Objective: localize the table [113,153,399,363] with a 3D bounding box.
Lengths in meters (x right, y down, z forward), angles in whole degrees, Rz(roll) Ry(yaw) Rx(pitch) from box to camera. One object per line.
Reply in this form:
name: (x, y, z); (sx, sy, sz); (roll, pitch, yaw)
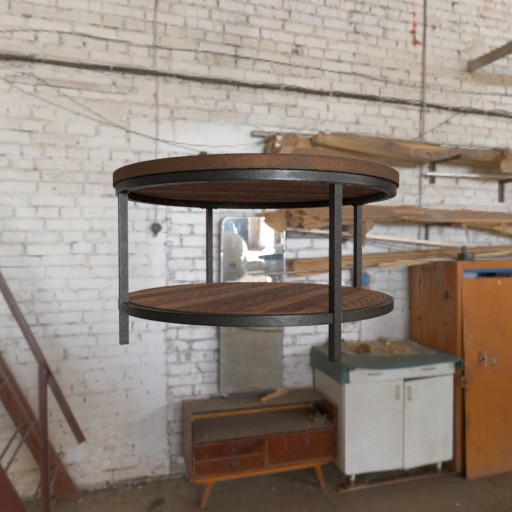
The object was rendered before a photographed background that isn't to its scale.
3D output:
table: (0.000, 0.000, 1.366); (0.837, 0.462, 0.837); (0, 2, 0)
